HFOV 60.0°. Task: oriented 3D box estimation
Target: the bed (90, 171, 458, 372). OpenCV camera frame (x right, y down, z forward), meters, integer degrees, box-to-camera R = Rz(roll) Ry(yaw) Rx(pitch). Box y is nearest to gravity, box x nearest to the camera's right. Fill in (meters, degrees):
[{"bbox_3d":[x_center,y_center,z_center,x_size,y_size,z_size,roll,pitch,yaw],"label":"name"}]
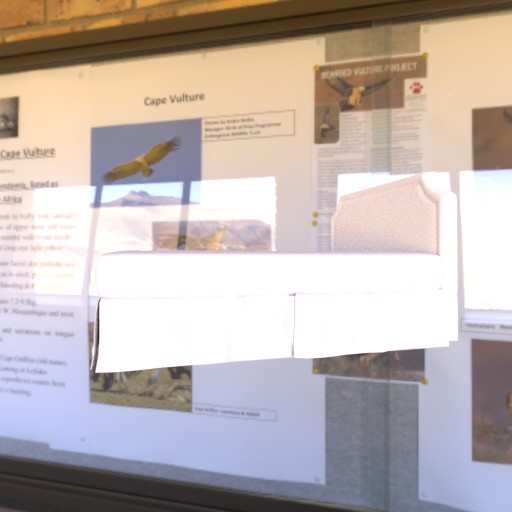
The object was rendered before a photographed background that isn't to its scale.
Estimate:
[{"bbox_3d":[0.000,0.000,3.678,2.498,1.293,1.977,0,0,-17],"label":"bed"}]
